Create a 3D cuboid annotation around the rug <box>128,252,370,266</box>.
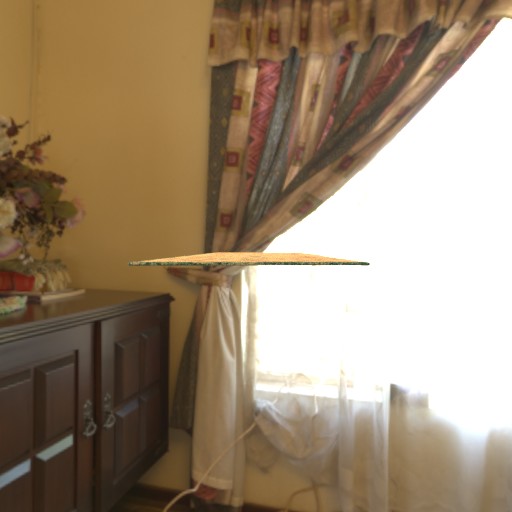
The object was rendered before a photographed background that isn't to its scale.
[{"bbox_3d":[0.000,0.000,2.583,0.750,0.011,2.435,0,1,1],"label":"rug"}]
